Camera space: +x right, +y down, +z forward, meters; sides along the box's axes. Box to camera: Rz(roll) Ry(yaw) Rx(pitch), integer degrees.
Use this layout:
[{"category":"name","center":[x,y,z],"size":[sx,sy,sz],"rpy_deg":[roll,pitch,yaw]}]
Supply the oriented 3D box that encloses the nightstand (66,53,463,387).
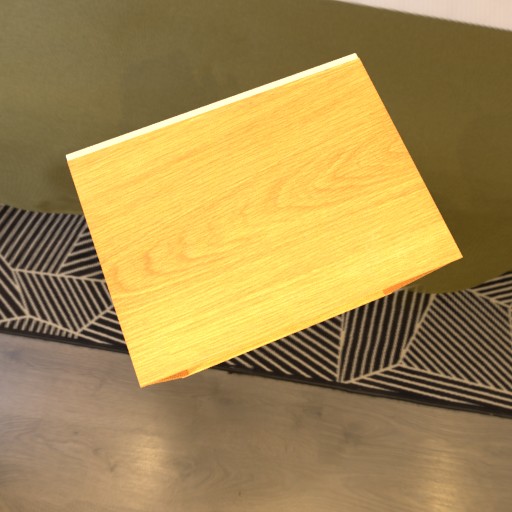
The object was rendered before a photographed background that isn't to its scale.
[{"category":"nightstand","center":[0.000,0.000,0.833],"size":[0.400,0.601,0.316],"rpy_deg":[-21,78,-5]}]
